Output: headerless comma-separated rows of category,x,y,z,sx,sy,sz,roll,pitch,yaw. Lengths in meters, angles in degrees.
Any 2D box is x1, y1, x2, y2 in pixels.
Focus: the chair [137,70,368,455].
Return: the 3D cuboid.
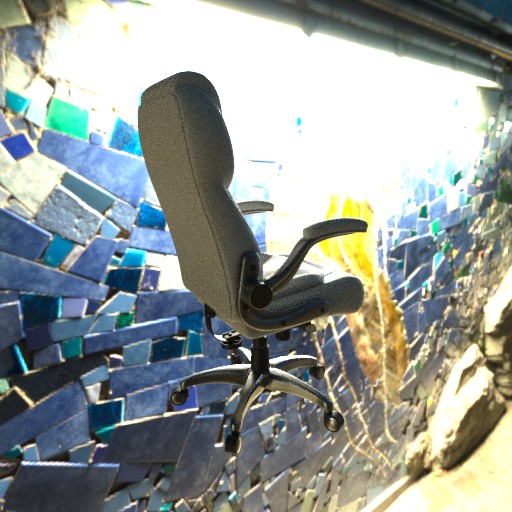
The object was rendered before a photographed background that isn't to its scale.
chair,0.000,0.000,1.827,0.806,1.330,0.755,-7,15,-27
